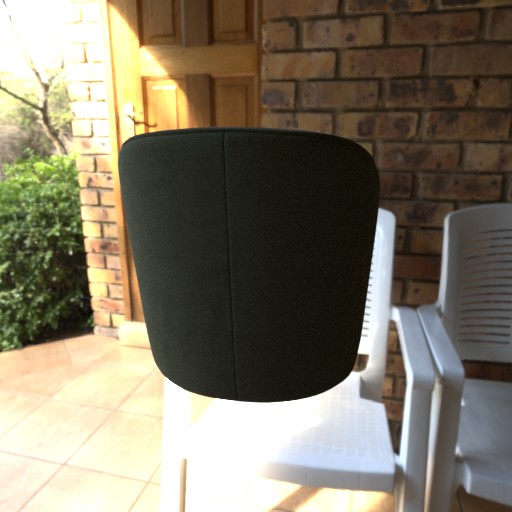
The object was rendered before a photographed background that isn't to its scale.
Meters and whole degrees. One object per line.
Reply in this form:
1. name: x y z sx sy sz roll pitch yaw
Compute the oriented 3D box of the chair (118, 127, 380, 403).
1. chair: 0.000 0.000 1.448 0.747 0.799 0.875 2 16 8
